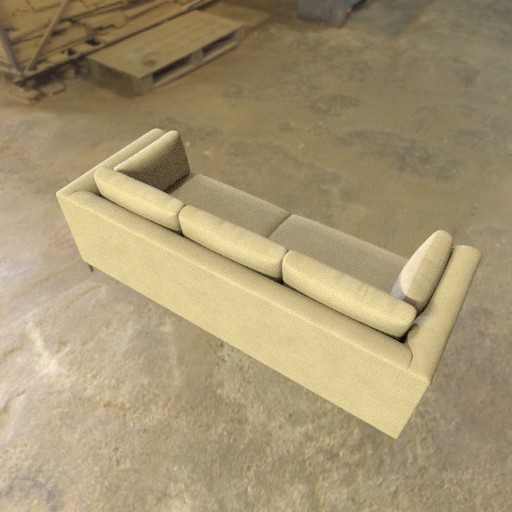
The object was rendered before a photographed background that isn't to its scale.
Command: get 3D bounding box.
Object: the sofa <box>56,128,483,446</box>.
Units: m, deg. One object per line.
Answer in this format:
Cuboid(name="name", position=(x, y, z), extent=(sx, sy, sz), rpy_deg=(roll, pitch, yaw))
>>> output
Cuboid(name="sofa", position=(0.000, 0.000, 2.863), extent=(2.415, 0.867, 0.969), rpy_deg=(25, 51, 22))
